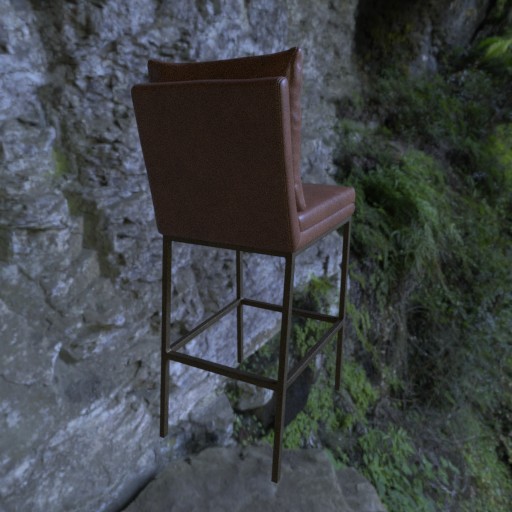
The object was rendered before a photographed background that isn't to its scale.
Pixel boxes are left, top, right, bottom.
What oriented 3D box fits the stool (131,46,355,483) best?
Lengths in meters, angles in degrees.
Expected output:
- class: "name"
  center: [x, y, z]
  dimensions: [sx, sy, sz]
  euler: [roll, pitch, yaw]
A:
- class: "stool"
  center: [0.000, 0.000, 1.397]
  dimensions: [0.463, 1.124, 0.571]
  euler: [8, 18, 27]
